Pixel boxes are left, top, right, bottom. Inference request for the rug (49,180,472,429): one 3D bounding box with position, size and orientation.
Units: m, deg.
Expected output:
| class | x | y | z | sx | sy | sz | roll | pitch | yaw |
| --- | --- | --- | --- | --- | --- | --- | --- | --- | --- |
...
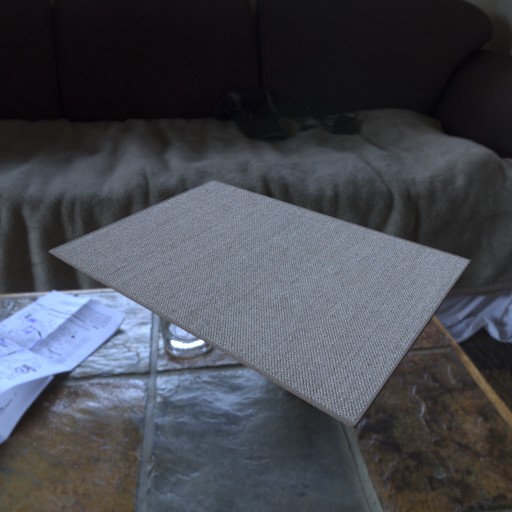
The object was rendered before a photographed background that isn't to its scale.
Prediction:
| class | x | y | z | sx | sy | sz | roll | pitch | yaw |
| --- | --- | --- | --- | --- | --- | --- | --- | --- | --- |
| rug | 0.000 | 0.000 | 2.711 | 2.115 | 0.013 | 1.517 | 22 | 38 | 32 |
